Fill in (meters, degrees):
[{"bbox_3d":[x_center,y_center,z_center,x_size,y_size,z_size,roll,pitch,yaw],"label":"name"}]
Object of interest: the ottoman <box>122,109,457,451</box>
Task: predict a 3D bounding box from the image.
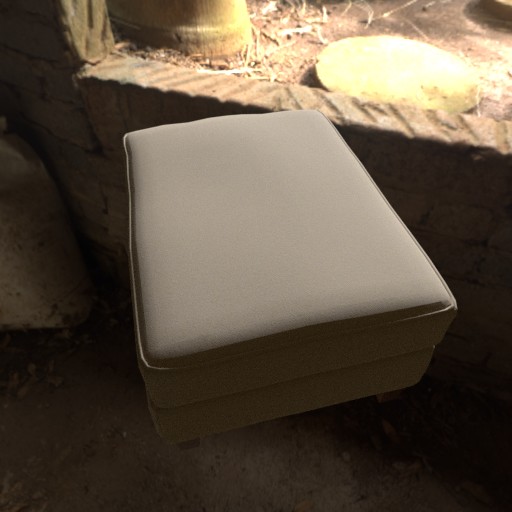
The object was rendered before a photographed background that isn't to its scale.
[{"bbox_3d":[0.000,0.000,1.195,0.634,0.485,0.818,-10,47,-10],"label":"ottoman"}]
